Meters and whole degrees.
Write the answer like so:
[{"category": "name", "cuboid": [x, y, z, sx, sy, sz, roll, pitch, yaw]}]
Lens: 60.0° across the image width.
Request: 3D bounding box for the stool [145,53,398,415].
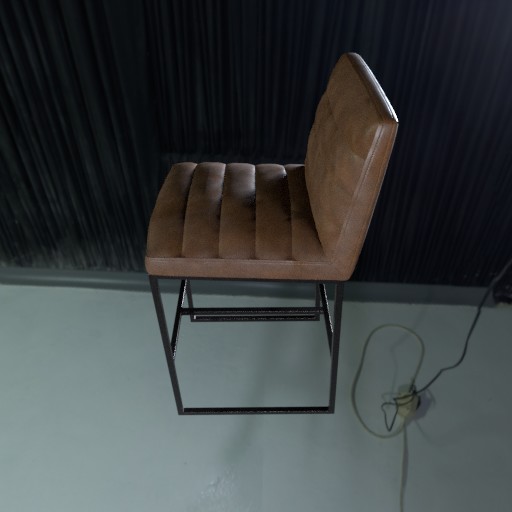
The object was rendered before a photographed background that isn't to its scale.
[{"category": "stool", "cuboid": [0.000, 0.000, 1.346, 0.562, 1.065, 0.463, 0, 41, 0]}]
